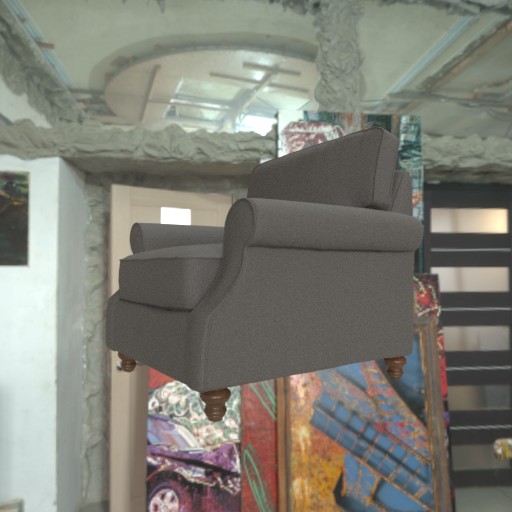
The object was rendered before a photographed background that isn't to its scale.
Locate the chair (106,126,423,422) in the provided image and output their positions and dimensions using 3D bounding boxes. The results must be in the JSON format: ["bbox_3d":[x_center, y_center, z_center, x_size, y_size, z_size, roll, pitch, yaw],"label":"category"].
[{"bbox_3d":[0.000,0.000,1.800,0.966,0.967,1.029,1,-2,-35],"label":"chair"}]
